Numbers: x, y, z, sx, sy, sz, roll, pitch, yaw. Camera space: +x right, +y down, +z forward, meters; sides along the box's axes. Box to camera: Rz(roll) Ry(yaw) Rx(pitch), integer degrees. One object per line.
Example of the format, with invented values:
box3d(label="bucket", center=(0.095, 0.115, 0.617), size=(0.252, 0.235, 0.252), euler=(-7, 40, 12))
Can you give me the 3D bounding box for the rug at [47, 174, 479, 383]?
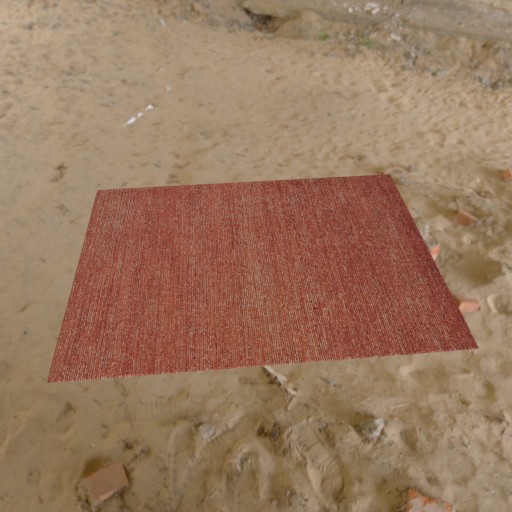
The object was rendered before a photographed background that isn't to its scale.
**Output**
box3d(label="rug", center=(0.000, 0.000, 5.013), size=(3.965, 0.025, 2.803), euler=(-4, 46, -4))
